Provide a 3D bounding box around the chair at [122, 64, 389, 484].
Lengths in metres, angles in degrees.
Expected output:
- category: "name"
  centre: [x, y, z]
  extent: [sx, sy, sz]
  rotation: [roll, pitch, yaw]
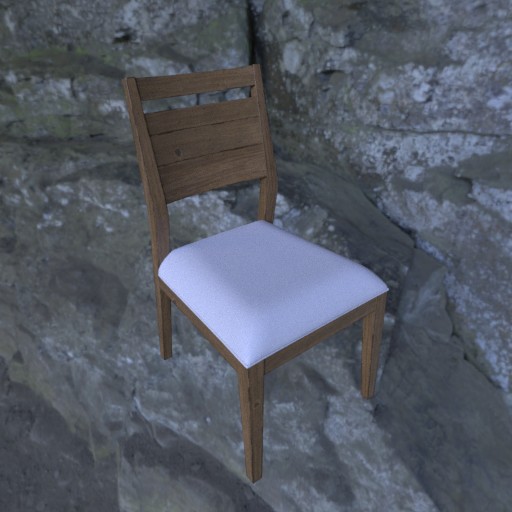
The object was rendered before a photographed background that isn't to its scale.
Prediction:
- category: "chair"
  centre: [0.000, 0.000, 1.272]
  extent: [0.497, 0.939, 0.610]
  rotation: [-21, 37, -32]
